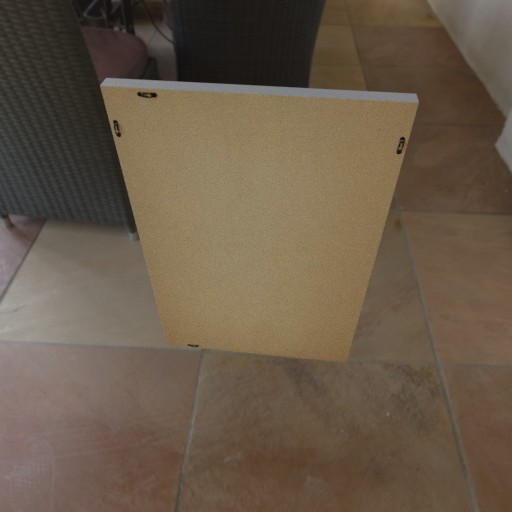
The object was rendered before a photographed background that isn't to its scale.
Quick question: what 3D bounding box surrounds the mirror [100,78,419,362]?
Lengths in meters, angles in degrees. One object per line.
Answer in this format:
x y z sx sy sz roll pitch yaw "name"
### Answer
0.000 0.000 1.180 0.609 0.915 0.040 5 46 5 "mirror"
